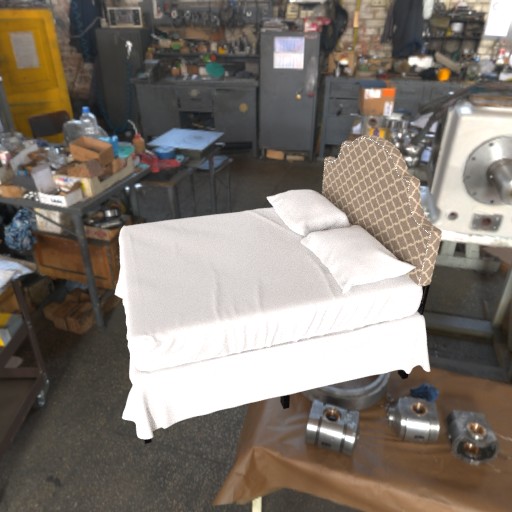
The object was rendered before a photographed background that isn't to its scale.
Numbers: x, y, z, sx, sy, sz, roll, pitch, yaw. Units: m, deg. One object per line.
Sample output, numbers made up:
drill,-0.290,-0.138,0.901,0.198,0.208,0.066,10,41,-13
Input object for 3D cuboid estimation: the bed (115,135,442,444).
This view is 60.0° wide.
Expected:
bed,0.000,0.000,3.368,2.222,1.633,1.780,-9,31,-15
